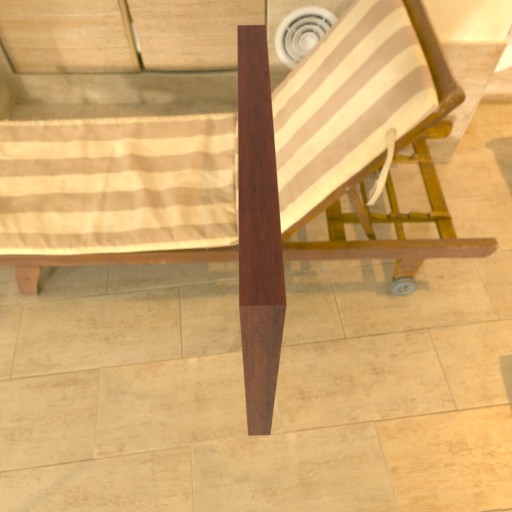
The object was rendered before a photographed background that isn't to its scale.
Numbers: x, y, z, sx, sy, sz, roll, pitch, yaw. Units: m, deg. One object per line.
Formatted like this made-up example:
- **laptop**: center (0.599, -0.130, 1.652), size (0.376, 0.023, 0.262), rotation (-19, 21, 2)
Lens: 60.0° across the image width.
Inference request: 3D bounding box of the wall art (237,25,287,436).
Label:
- **wall art**: center (0.000, 0.000, 0.533), size (0.030, 0.381, 0.330), rotation (-1, 56, -1)
